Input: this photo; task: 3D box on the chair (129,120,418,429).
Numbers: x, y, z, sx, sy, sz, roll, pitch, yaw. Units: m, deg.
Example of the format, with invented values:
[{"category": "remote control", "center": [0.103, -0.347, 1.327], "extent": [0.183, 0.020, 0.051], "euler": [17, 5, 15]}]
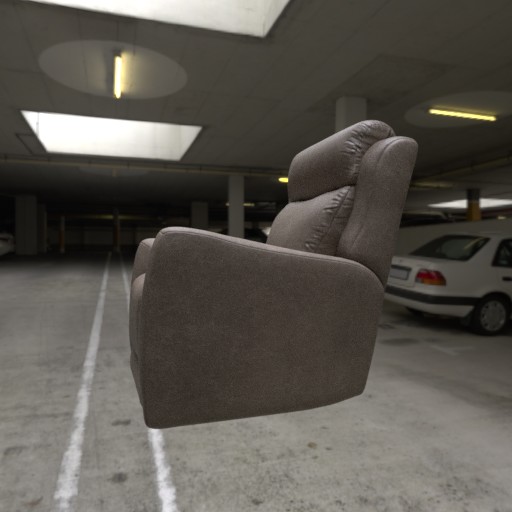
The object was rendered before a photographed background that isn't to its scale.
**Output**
[{"category": "chair", "center": [0.000, 0.000, 1.961], "extent": [1.068, 1.116, 0.967], "euler": [0, 0, -18]}]
